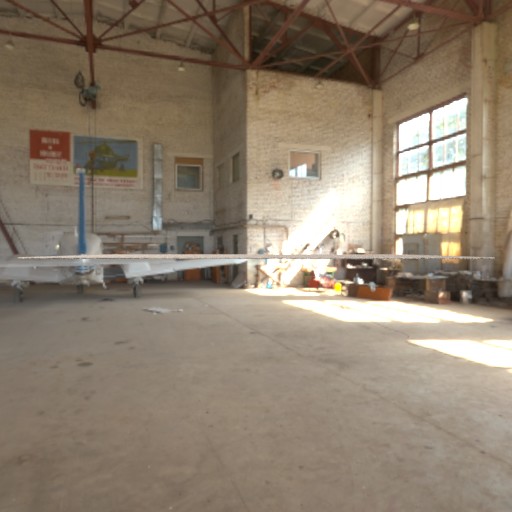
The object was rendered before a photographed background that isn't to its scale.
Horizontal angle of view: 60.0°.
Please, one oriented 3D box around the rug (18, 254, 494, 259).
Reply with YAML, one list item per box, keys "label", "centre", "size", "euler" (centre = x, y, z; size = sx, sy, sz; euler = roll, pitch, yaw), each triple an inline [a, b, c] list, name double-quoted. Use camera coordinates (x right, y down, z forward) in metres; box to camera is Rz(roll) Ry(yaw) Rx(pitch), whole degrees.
- label: "rug"
  centre: [0.000, 0.000, 3.018]
  size: [2.442, 0.010, 1.546]
  euler: [0, 1, 0]
